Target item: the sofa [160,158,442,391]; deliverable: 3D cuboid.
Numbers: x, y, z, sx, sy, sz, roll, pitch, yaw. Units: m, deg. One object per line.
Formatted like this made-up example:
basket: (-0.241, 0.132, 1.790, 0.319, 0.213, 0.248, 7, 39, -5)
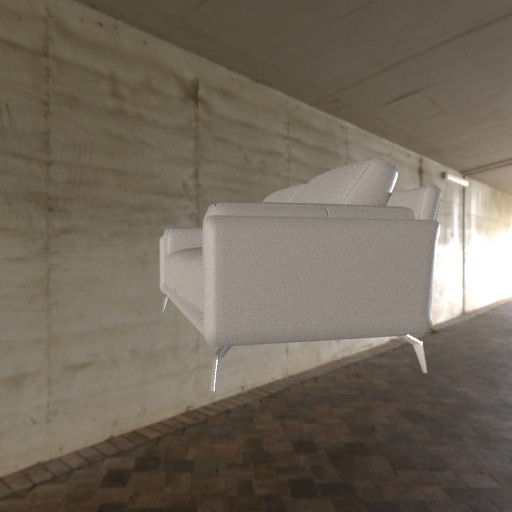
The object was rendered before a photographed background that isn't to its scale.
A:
sofa: (0.000, 0.000, 2.596, 1.049, 0.930, 2.101, 0, 1, -16)
